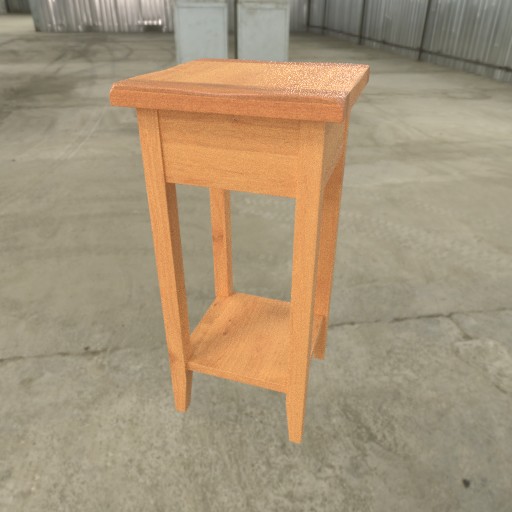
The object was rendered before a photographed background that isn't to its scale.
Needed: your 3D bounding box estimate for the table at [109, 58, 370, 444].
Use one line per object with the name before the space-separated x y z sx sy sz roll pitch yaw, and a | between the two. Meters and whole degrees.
table | 0.000 0.000 0.961 0.360 0.740 0.360 9 32 15
